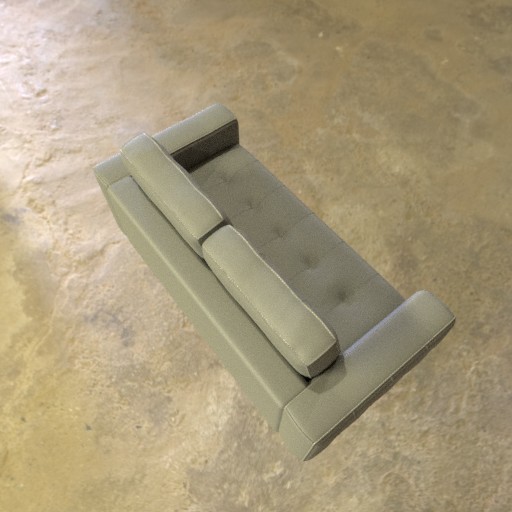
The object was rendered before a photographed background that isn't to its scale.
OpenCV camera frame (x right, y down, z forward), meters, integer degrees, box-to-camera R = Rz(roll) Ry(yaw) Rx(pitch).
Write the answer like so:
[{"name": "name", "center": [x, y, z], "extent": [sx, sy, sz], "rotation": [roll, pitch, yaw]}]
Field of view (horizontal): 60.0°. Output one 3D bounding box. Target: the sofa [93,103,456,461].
[{"name": "sofa", "center": [0.000, 0.000, 2.206], "extent": [0.833, 0.893, 1.726], "rotation": [-34, 65, -19]}]
